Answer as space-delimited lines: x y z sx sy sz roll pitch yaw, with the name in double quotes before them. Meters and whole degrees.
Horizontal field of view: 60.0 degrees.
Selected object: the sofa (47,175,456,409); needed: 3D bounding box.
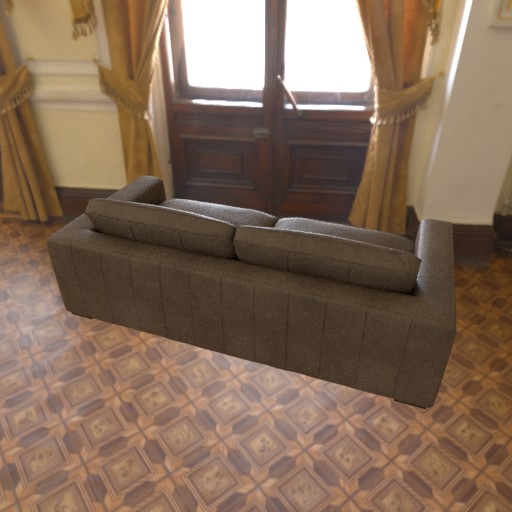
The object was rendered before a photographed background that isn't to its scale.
"sofa" 0.000 0.000 2.761 2.262 0.801 1.070 11 34 17
